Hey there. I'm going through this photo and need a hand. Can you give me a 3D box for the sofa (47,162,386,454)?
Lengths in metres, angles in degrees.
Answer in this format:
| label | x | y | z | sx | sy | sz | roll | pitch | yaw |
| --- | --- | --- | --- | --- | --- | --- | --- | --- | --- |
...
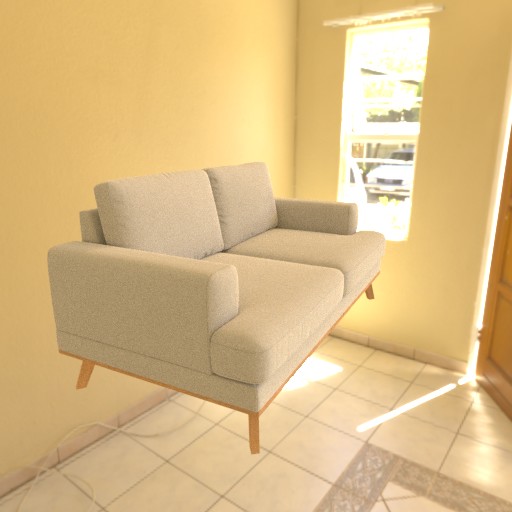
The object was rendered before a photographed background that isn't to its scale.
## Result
| label | x | y | z | sx | sy | sz | roll | pitch | yaw |
| --- | --- | --- | --- | --- | --- | --- | --- | --- | --- |
| sofa | 0.000 | 0.000 | 2.134 | 0.915 | 0.810 | 1.651 | 8 | 17 | 27 |
